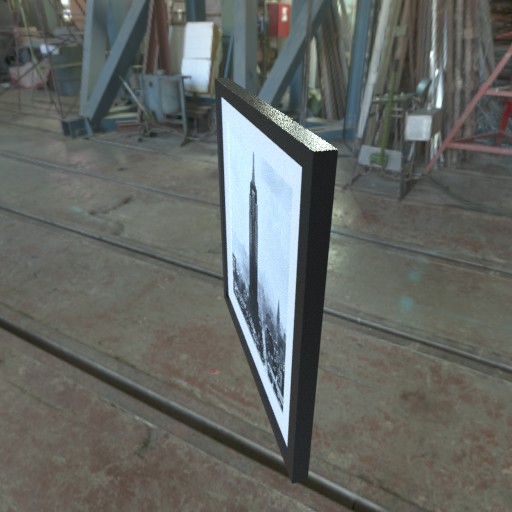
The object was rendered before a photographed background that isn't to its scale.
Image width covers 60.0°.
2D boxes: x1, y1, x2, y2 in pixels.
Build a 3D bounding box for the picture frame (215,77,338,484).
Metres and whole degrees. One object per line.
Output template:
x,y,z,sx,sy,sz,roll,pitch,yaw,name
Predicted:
0.000,0.000,0.835,0.029,0.557,0.559,-8,30,-13,picture frame
